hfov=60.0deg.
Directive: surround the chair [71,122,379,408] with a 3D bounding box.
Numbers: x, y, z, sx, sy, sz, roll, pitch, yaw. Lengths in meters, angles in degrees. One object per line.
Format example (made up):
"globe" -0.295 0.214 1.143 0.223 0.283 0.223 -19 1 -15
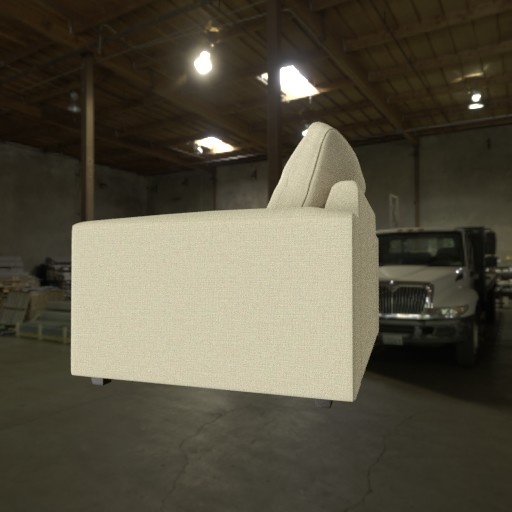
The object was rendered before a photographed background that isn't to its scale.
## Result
"chair" 0.000 0.000 2.069 1.039 0.915 1.398 0 -1 18
